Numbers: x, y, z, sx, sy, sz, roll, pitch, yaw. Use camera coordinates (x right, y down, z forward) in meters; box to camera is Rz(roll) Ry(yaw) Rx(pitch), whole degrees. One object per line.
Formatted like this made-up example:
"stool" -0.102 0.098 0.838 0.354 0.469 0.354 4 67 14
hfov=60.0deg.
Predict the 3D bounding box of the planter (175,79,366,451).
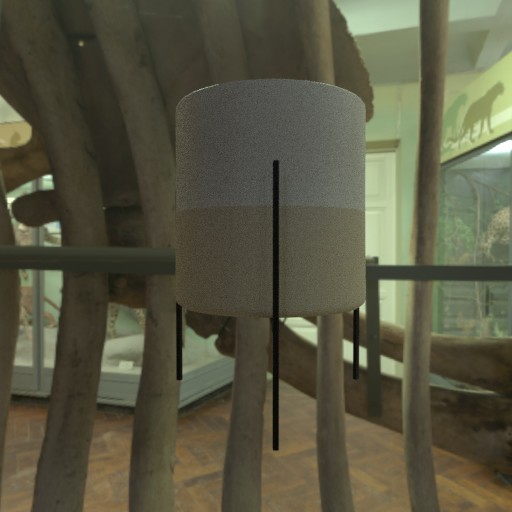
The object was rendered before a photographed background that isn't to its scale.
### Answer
"planter" 0.000 0.000 0.557 0.267 0.362 0.263 0 1 17
